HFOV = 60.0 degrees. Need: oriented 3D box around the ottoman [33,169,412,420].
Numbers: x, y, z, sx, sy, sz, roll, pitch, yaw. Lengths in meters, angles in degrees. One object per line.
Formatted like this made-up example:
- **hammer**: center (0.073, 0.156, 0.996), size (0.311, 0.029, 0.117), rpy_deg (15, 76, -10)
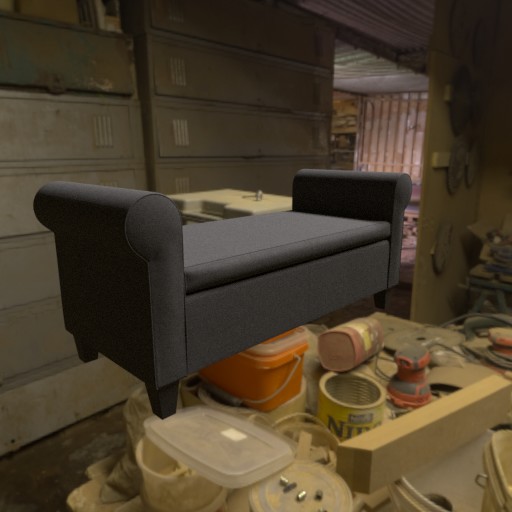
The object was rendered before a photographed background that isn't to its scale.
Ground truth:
- **ottoman**: center (0.000, 0.000, 1.541), size (0.521, 0.547, 1.256), rpy_deg (13, 19, 43)
